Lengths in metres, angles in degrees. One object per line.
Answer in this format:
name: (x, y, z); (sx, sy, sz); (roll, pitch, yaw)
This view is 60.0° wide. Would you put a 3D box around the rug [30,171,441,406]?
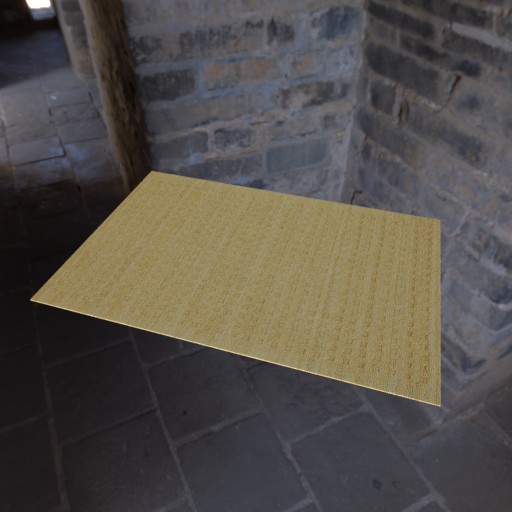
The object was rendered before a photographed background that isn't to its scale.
rug: (0.000, 0.000, 2.881); (2.286, 0.006, 1.524); (12, 43, 13)
